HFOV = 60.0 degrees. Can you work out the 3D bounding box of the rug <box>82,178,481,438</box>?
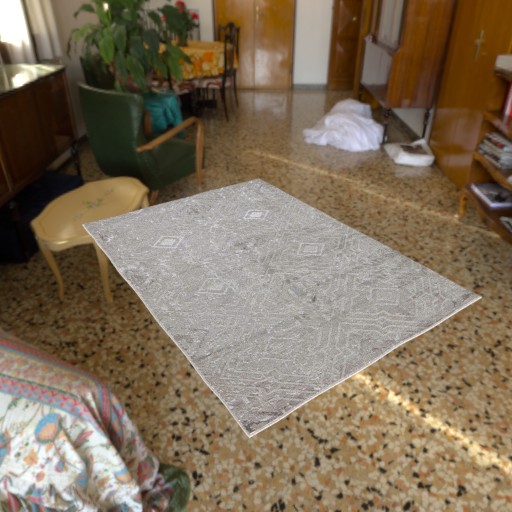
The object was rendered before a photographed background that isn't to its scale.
[{"bbox_3d":[0.000,0.000,4.418,2.448,0.020,3.359,-20,37,-29],"label":"rug"}]
